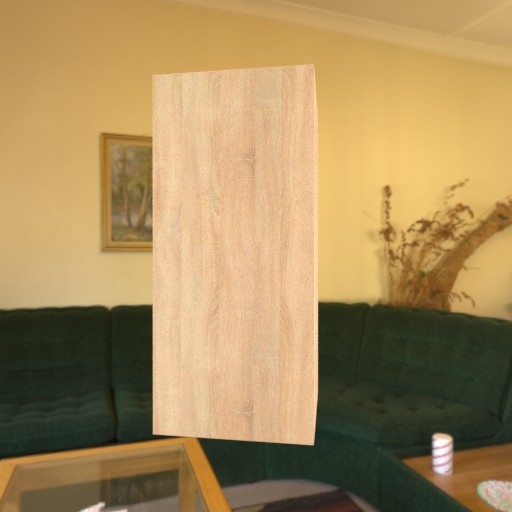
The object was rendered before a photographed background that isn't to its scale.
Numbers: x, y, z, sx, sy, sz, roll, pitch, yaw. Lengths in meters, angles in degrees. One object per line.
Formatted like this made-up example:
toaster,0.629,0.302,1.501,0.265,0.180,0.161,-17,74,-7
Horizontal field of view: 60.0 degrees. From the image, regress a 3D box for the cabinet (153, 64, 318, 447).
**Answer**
cabinet,0.000,0.000,2.893,1.327,2.120,1.094,0,0,-36
